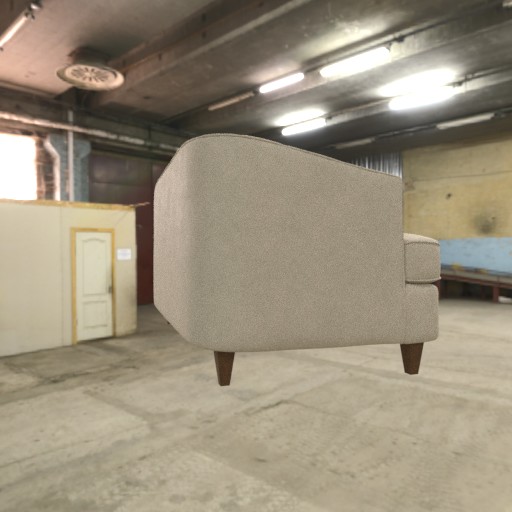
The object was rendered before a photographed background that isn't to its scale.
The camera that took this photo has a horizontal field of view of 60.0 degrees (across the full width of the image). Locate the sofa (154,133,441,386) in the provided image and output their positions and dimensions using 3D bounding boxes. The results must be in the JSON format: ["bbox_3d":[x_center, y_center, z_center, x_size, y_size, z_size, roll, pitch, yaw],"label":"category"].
[{"bbox_3d":[0.000,0.000,2.304,0.940,0.878,1.731,0,0,-18],"label":"sofa"}]
